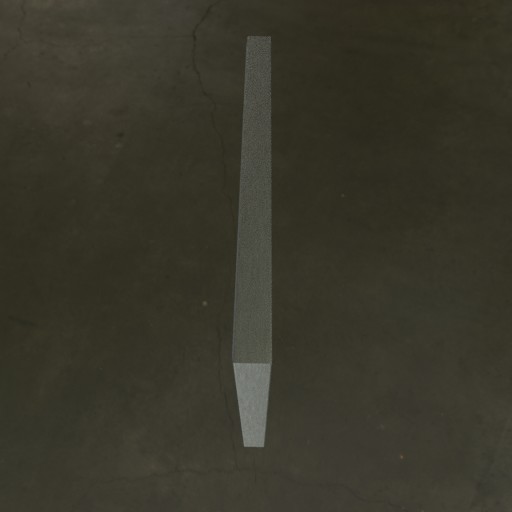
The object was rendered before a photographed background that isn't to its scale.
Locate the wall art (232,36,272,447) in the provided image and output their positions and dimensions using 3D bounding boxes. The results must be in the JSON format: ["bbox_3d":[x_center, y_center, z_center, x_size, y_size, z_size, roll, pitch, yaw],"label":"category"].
[{"bbox_3d":[0.000,0.000,0.540,0.028,0.330,0.380,1,58,0],"label":"wall art"}]
